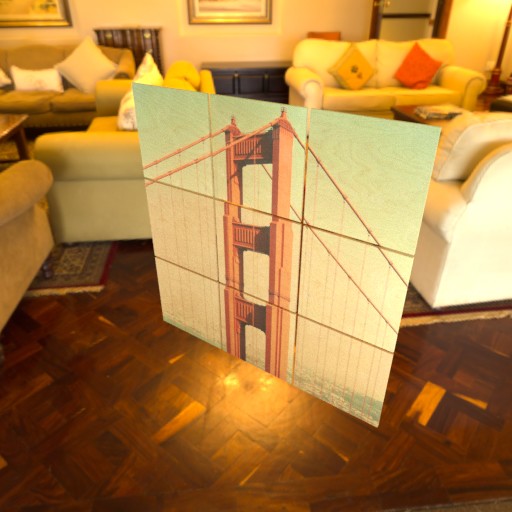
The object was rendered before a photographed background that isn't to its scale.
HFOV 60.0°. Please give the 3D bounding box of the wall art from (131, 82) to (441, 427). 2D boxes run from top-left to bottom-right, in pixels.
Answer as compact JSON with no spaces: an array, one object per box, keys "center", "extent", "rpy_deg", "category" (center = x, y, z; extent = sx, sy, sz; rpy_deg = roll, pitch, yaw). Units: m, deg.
[{"center":[0.000,0.000,2.253],"extent":[1.517,1.523,0.013],"rpy_deg":[19,36,29],"category":"wall art"}]
